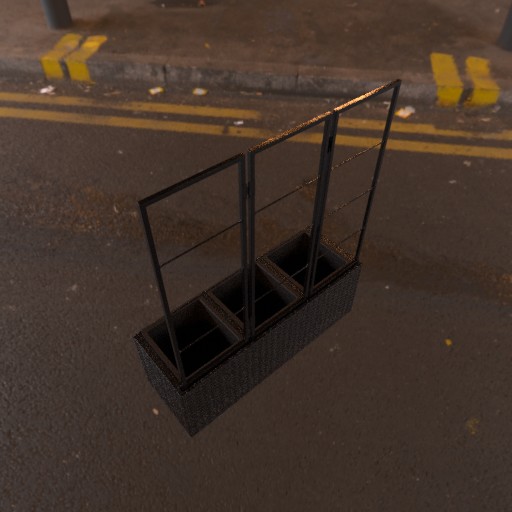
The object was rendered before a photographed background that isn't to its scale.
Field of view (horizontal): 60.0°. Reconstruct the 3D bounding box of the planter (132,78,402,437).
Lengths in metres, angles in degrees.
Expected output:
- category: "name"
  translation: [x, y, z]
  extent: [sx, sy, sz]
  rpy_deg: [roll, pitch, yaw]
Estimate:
- category: "planter"
  translation: [0.000, 0.000, 1.190]
  extent: [0.698, 0.841, 0.244]
  rpy_deg: [-32, 54, -27]
